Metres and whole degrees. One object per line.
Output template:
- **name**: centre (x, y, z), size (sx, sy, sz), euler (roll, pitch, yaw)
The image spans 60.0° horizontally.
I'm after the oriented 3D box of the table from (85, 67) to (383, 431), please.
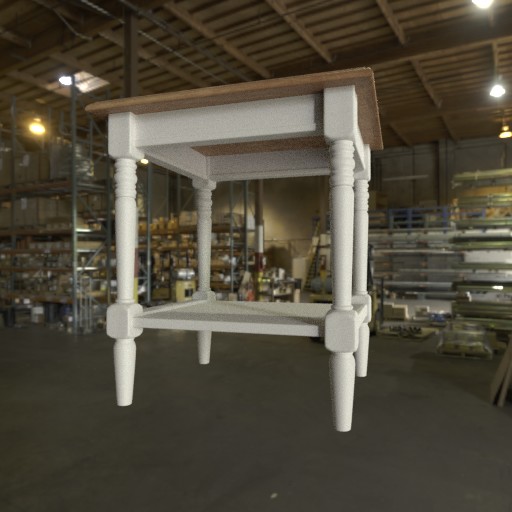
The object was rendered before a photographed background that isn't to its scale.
- **table**: centre (0.000, 0.000, 0.943), size (0.508, 0.561, 0.457), euler (0, -1, 18)
